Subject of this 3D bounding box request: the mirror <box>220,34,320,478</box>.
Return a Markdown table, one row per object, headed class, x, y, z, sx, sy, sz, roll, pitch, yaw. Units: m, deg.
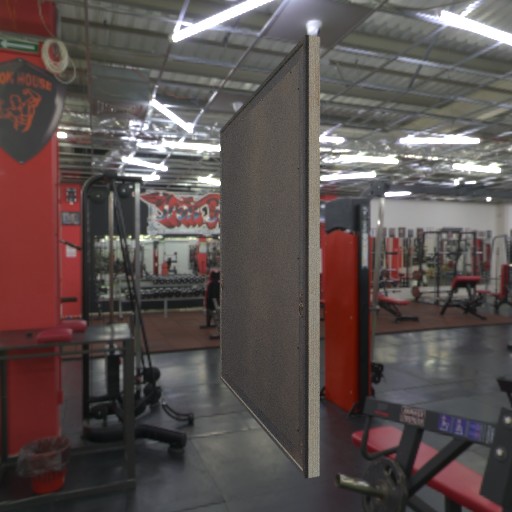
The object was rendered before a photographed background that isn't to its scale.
| class | x | y | z | sx | sy | sz | roll | pitch | yaw |
| --- | --- | --- | --- | --- | --- | --- | --- | --- | --- |
| mirror | 0.000 | 0.000 | 1.232 | 0.032 | 0.882 | 0.730 | 0 | 1 | -18 |
